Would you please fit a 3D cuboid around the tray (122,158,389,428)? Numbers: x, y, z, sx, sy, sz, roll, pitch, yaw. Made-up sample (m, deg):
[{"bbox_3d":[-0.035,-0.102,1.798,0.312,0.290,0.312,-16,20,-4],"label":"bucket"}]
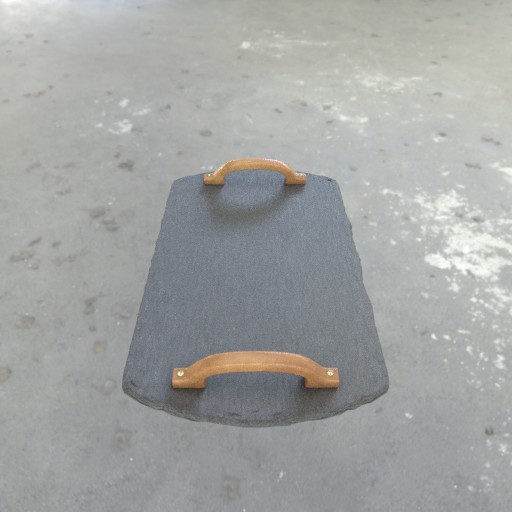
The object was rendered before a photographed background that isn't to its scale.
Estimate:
[{"bbox_3d":[0.000,0.000,0.485,0.231,0.062,0.387,0,42,0],"label":"tray"}]
